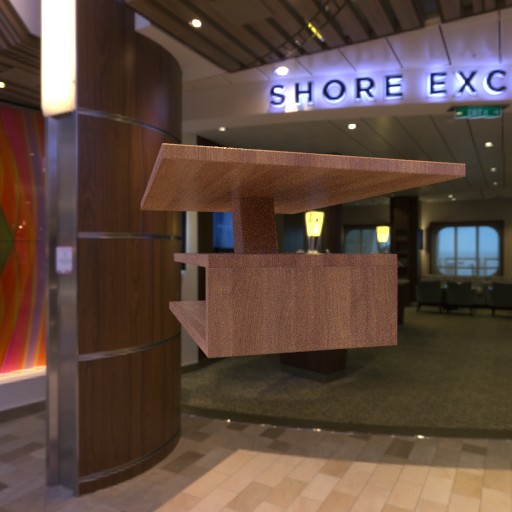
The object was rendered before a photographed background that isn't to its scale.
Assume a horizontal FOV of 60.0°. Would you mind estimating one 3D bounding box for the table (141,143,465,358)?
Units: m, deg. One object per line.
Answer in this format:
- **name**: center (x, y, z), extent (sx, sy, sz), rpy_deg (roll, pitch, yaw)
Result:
- **table**: center (0.000, 0.000, 1.471), extent (0.700, 0.442, 1.100), rpy_deg (0, 1, -17)
